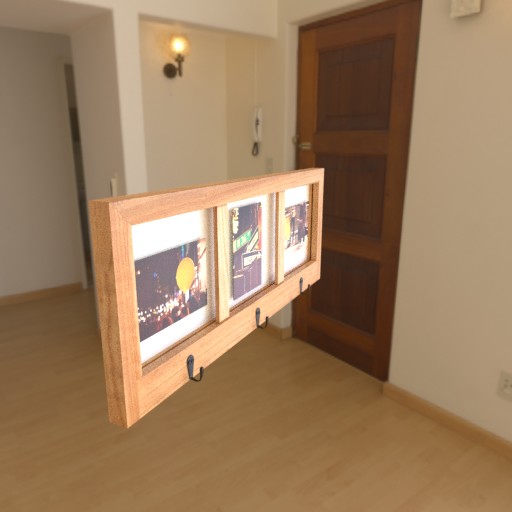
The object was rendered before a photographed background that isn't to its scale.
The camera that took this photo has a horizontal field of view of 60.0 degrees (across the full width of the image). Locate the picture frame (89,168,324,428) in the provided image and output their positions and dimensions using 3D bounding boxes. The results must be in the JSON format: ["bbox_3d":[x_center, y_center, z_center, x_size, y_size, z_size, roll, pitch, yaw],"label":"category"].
[{"bbox_3d":[0.000,0.000,0.678,0.045,0.234,0.582,8,16,27],"label":"picture frame"}]
